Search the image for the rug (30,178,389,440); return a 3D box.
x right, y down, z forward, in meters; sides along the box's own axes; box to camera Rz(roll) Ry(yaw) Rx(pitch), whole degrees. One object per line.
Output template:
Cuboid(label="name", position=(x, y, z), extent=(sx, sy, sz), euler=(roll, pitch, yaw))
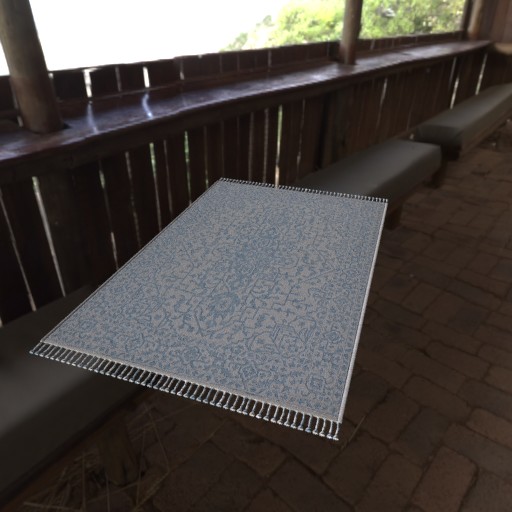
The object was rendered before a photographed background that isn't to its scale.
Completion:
Cuboid(label="rug", position=(0.000, 0.000, 2.949), extent=(1.524, 0.010, 2.438), euler=(10, 33, 16))
